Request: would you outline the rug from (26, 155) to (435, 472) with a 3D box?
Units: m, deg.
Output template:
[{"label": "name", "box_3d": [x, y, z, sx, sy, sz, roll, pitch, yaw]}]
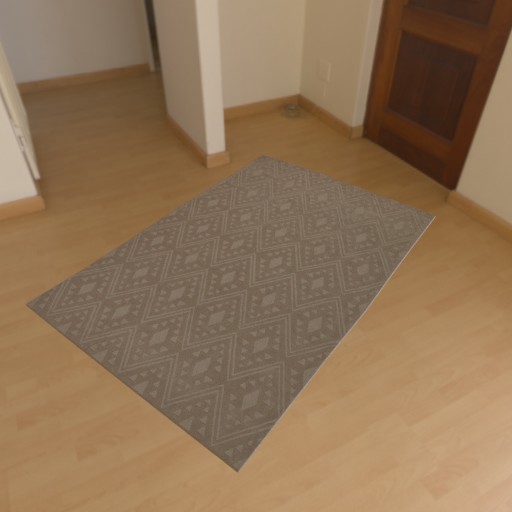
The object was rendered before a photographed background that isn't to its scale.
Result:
[{"label": "rug", "box_3d": [0.000, 0.000, 2.294, 1.252, 0.034, 1.829, 26, 47, 27]}]
